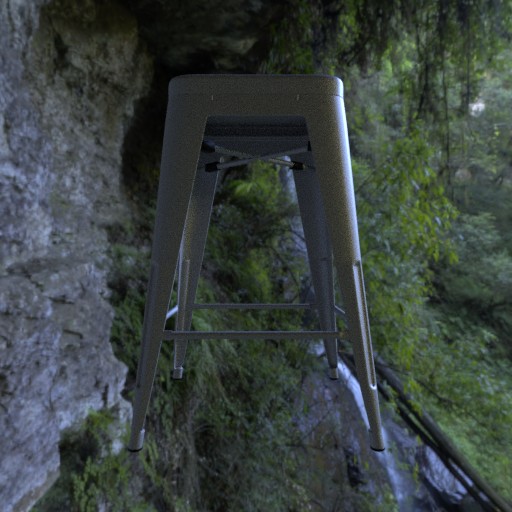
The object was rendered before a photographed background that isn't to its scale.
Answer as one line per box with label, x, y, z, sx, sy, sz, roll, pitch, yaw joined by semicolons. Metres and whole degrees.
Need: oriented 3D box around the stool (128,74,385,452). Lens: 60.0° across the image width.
stool;0.000;0.000;0.889;0.406;0.610;0.406;0;1;0
